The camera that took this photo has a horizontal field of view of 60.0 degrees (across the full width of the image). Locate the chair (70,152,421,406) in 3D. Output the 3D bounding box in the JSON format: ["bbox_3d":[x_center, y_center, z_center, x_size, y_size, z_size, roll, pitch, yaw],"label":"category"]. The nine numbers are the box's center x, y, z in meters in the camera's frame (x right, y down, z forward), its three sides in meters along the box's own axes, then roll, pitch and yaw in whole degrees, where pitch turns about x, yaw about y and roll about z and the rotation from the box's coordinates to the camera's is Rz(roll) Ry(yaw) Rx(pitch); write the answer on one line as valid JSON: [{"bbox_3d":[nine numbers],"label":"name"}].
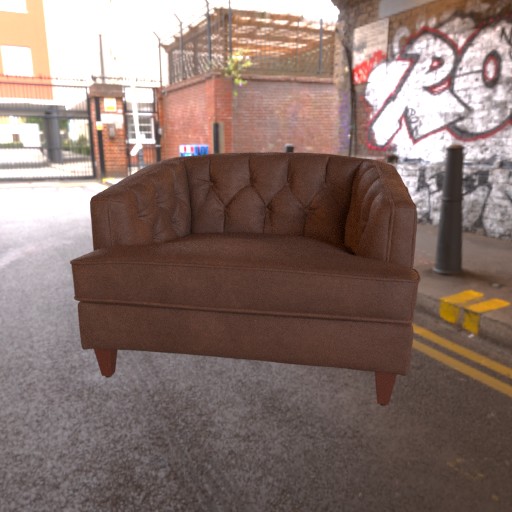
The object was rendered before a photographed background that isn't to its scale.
[{"bbox_3d":[0.000,0.000,1.749,1.118,0.787,0.914,3,14,10],"label":"chair"}]
